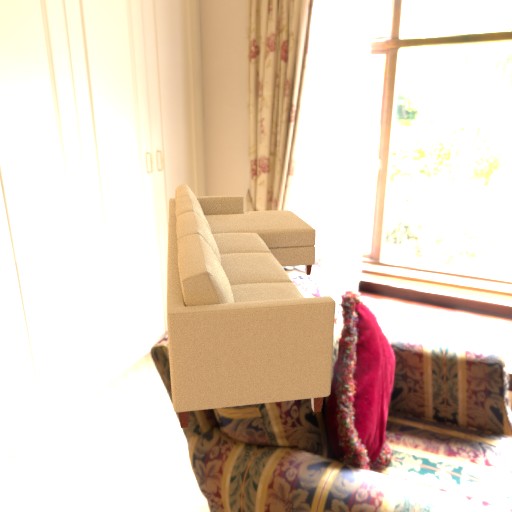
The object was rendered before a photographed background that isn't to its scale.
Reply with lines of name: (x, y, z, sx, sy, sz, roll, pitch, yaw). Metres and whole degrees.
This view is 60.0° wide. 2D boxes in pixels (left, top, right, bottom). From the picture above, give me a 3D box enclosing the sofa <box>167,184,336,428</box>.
sofa: (0.000, 0.000, 4.136, 1.599, 0.954, 3.471, -3, 18, -10)
